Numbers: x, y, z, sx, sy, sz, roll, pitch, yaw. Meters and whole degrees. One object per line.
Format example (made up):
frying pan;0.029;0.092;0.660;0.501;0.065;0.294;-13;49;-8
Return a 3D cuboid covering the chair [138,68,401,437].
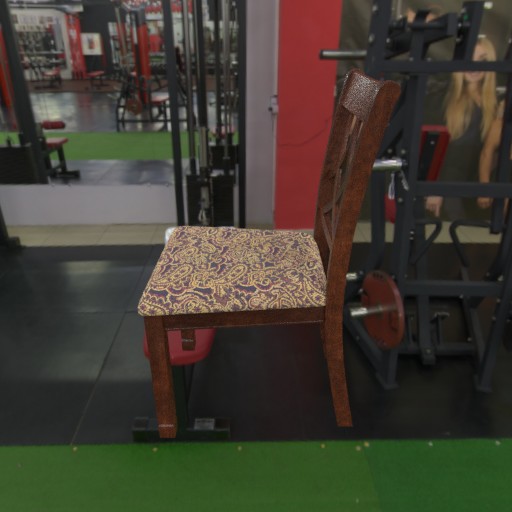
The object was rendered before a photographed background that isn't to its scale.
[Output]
chair;0.000;0.000;1.265;0.584;0.965;0.457;0;26;1
